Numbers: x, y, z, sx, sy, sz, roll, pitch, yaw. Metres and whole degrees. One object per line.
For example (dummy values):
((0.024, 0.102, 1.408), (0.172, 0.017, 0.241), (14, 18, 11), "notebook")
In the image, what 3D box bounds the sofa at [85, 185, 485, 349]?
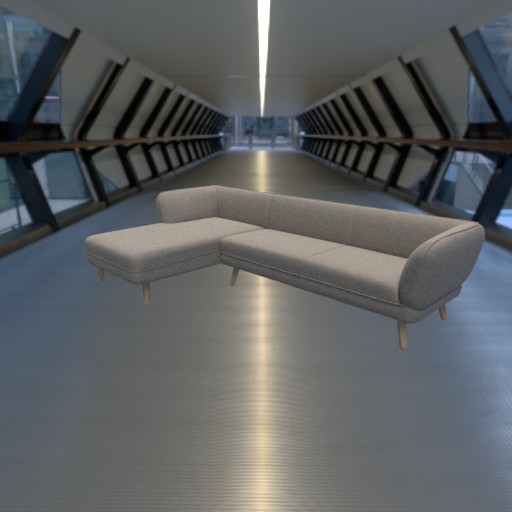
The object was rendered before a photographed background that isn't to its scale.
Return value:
((0.000, 0.000, 3.282), (1.532, 0.693, 2.653), (-16, 22, -43), "sofa")
